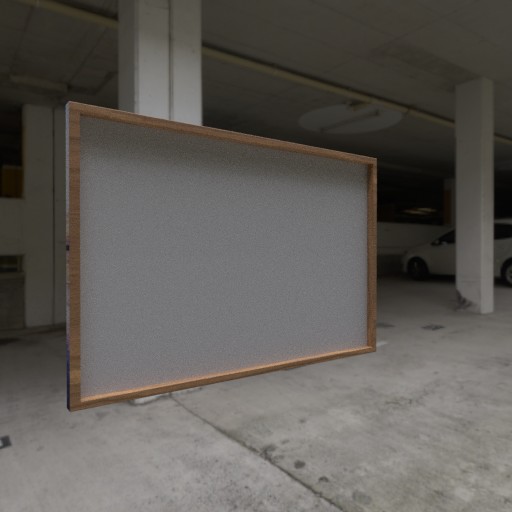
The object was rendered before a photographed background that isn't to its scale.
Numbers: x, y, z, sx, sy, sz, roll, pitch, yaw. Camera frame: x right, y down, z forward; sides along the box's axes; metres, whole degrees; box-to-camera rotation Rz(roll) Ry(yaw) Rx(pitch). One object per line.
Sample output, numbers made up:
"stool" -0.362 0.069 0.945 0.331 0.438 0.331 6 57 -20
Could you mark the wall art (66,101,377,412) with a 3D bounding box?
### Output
"wall art" 0.000 0.000 0.755 0.604 0.402 0.018 0 1 -35
